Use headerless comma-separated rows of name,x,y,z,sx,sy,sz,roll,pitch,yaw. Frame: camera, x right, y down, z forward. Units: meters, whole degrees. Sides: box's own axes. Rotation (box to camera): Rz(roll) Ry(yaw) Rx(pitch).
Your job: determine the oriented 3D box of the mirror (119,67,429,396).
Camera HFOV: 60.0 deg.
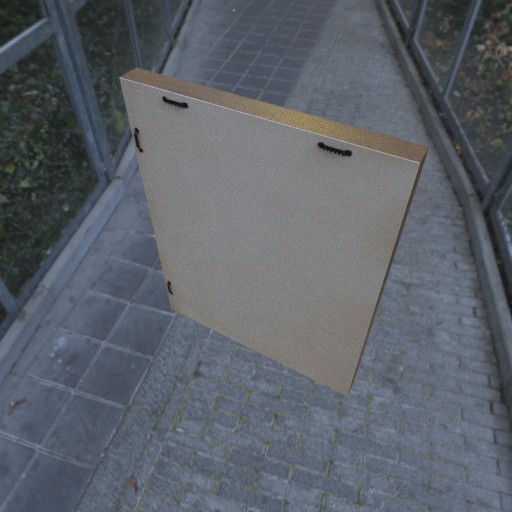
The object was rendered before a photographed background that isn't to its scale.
mirror,0.000,0.000,0.715,0.405,0.508,0.041,22,50,20
